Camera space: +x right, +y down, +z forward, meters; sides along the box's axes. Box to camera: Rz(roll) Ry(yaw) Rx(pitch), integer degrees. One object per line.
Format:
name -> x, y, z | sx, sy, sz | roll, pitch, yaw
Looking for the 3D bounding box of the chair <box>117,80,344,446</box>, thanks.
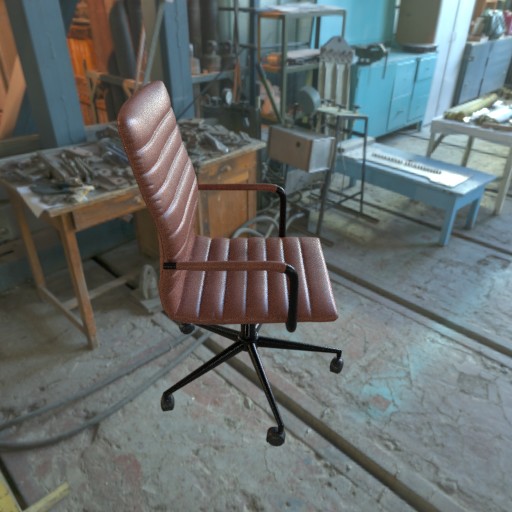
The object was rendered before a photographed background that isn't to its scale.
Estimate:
chair -> 0.000, 0.000, 1.246 | 0.578, 0.878, 0.600 | 0, 32, 0
